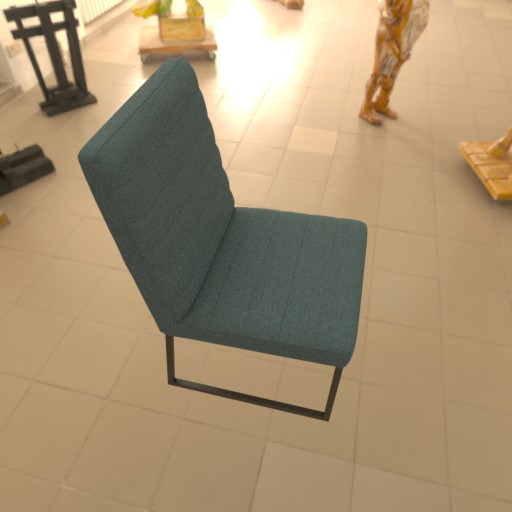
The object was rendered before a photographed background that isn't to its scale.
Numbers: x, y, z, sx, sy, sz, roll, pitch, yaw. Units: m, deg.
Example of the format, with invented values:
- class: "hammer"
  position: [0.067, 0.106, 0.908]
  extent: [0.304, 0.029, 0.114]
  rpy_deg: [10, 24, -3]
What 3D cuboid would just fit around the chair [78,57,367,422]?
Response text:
- class: "chair"
  position: [0.000, 0.000, 1.310]
  extent: [0.634, 0.930, 0.520]
  rpy_deg: [10, 46, 10]
